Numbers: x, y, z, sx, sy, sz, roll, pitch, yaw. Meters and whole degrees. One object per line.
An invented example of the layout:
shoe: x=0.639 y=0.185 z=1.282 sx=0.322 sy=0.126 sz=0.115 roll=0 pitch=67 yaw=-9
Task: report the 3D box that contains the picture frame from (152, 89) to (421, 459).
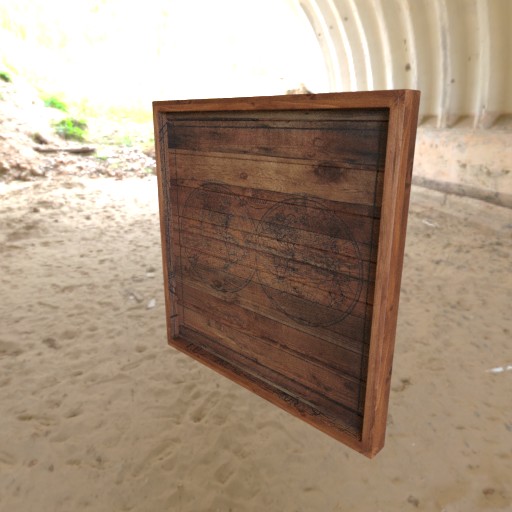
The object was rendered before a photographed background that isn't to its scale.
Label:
picture frame: x=0.000 y=0.000 z=0.526 sx=0.352 sy=0.356 sz=0.028 roll=16 pitch=23 yaw=41
